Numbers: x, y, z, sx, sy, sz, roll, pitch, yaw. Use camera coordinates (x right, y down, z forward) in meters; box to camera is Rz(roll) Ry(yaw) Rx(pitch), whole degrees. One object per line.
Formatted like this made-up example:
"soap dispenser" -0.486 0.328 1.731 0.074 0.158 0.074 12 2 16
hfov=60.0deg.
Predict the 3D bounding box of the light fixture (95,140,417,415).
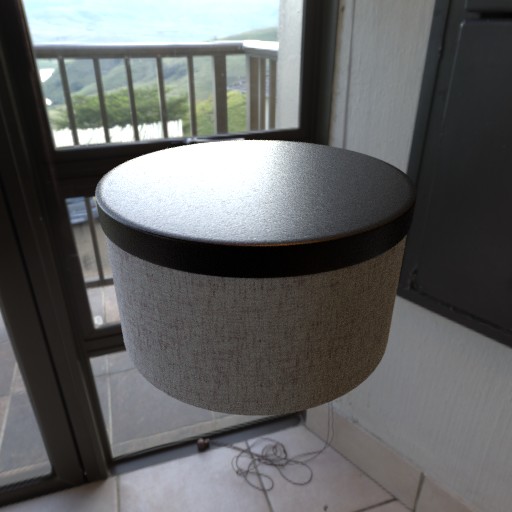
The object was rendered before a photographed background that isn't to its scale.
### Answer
"light fixture" 0.000 0.000 0.616 0.389 0.229 0.389 0 28 0
